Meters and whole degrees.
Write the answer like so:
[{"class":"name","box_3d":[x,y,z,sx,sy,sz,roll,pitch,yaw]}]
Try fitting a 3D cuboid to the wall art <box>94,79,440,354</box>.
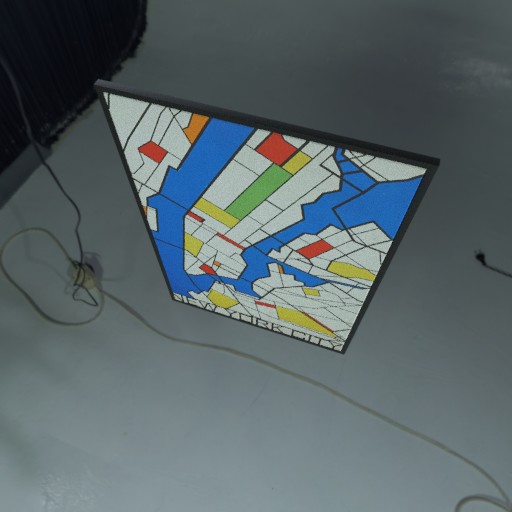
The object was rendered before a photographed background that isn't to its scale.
[{"class":"wall art","box_3d":[0.000,0.000,0.840,0.457,0.657,0.013,16,60,10]}]
